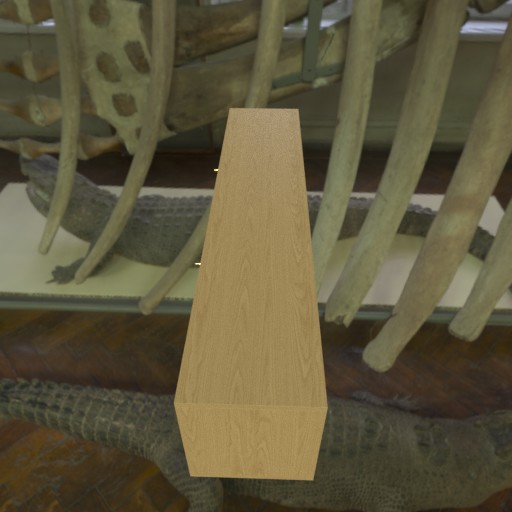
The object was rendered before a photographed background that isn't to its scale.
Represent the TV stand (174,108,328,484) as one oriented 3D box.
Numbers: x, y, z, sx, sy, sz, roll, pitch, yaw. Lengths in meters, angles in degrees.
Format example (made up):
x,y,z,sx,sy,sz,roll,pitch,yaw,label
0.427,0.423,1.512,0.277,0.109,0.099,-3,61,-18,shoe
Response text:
x,y,z,sx,sy,sz,roll,pitch,yaw,label
0.000,0.000,1.919,0.400,0.580,1.760,1,41,1,TV stand
